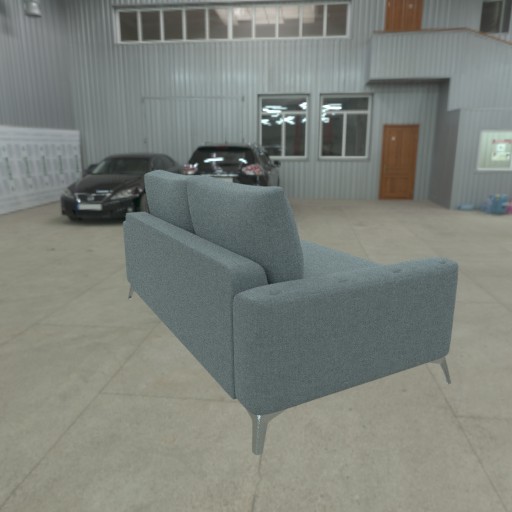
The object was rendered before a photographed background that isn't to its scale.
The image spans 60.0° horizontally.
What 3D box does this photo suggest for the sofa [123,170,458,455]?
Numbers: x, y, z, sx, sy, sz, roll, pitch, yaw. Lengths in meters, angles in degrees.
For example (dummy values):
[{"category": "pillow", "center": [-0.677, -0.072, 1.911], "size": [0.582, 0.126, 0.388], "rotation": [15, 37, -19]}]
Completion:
[{"category": "sofa", "center": [0.000, 0.000, 2.149], "size": [0.920, 0.790, 1.650], "rotation": [-7, 16, -28]}]
